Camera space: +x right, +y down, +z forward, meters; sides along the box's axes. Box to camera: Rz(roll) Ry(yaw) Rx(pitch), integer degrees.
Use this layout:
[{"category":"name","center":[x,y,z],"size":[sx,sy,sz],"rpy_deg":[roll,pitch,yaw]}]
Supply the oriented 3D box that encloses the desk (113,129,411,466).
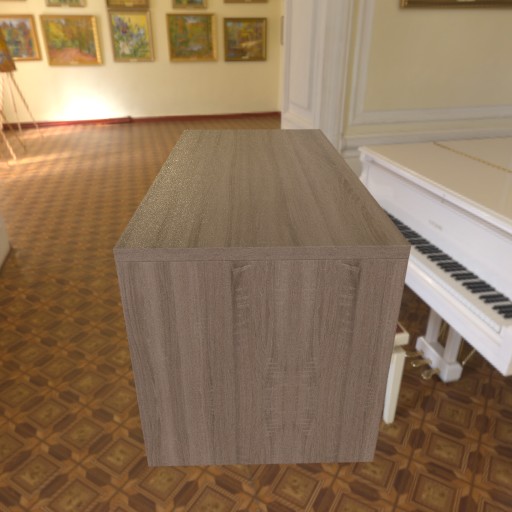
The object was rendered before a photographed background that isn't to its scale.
[{"category":"desk","center":[0.000,0.000,1.808],"size":[0.690,0.745,1.380],"rpy_deg":[-1,27,-1]}]
